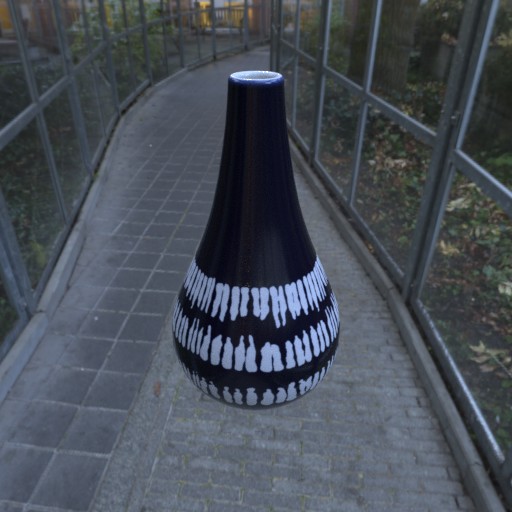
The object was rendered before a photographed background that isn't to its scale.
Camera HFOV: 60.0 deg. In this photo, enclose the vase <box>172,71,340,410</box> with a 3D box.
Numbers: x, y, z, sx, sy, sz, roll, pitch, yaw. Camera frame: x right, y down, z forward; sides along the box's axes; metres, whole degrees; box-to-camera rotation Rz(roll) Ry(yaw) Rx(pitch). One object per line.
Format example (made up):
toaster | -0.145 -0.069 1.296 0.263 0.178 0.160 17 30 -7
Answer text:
vase | 0.000 0.000 0.385 0.159 0.295 0.159 0 31 0
